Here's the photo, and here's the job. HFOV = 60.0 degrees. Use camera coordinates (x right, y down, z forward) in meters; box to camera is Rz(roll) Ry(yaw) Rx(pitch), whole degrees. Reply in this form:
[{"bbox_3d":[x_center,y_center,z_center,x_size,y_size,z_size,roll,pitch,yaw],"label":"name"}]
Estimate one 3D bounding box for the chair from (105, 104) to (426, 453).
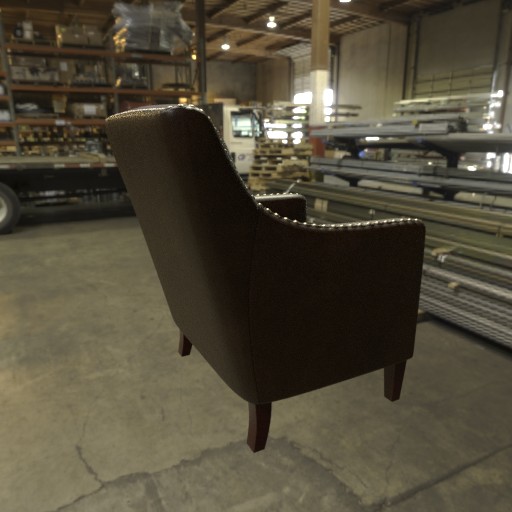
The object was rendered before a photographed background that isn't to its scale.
[{"bbox_3d":[0.000,0.000,1.293,0.704,0.813,0.639,-8,17,-27],"label":"chair"}]
